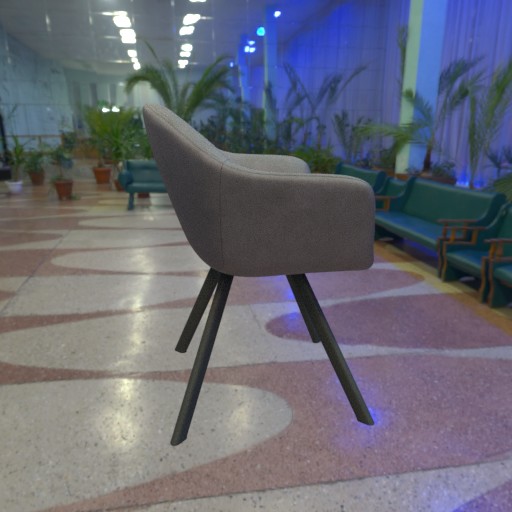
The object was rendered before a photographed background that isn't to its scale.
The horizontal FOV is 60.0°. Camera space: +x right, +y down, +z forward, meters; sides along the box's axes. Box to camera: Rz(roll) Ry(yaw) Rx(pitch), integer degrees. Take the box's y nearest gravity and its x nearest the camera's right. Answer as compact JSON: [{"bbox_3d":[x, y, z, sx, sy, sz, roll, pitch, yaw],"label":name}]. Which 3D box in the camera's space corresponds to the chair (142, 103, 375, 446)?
[{"bbox_3d":[0.000,0.000,1.202,0.544,0.781,0.567,-3,17,-8],"label":"chair"}]
